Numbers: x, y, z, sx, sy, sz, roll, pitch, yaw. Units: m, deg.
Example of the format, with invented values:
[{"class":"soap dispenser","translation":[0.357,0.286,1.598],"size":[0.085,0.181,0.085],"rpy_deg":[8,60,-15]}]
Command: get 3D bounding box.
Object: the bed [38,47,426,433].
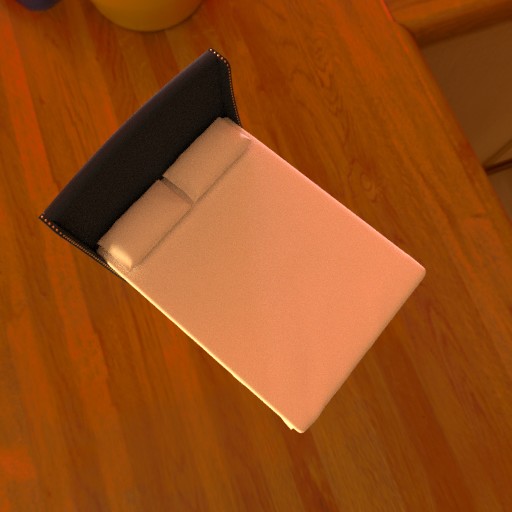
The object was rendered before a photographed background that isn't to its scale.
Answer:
[{"class":"bed","translation":[0.000,0.000,3.279],"size":[2.223,1.402,1.604],"rpy_deg":[39,79,9]}]
